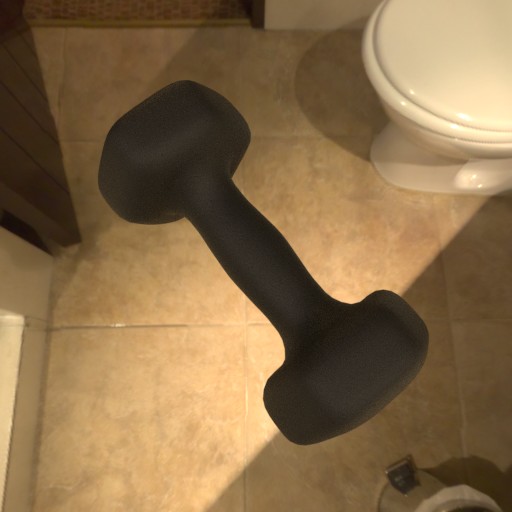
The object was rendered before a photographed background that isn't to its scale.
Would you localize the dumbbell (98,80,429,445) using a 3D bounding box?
[{"bbox_3d":[0.000,0.000,0.287,0.112,0.101,0.231,-37,79,-9],"label":"dumbbell"}]
